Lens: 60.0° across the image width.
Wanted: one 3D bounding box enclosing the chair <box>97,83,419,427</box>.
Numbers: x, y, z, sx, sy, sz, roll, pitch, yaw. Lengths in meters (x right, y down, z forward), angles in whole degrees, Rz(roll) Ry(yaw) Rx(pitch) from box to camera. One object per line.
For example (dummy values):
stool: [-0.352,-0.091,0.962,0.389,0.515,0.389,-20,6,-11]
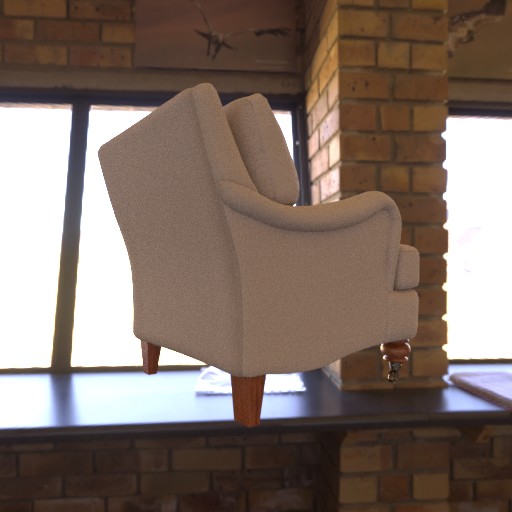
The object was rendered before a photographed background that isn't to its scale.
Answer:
chair: [0.000,0.000,1.862,1.070,1.038,0.955,0,-1,-36]
